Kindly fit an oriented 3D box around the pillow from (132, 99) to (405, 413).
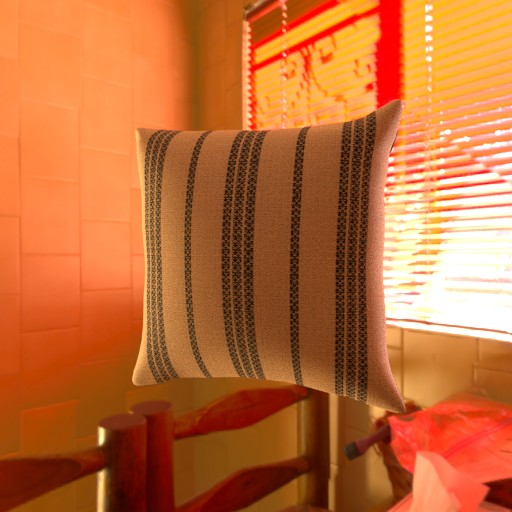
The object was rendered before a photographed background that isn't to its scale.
[{"bbox_3d":[0.000,0.000,0.636,0.405,0.406,0.173,0,0,18],"label":"pillow"}]
